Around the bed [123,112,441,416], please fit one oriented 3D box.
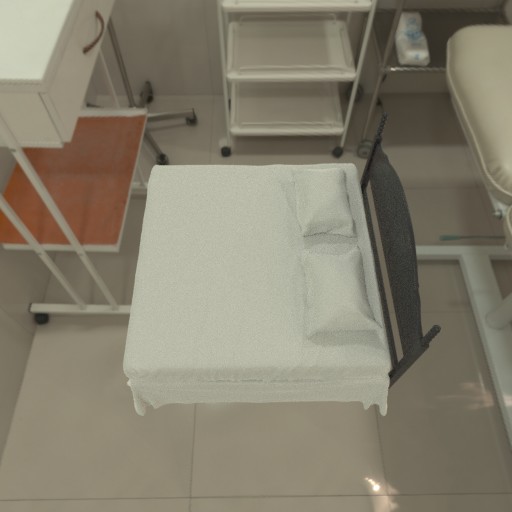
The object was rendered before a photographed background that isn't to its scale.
[{"bbox_3d":[0.000,0.000,3.686,2.219,1.355,2.322,-1,59,0],"label":"bed"}]
